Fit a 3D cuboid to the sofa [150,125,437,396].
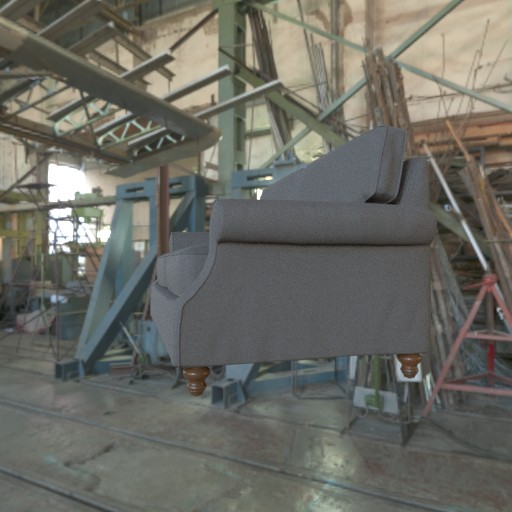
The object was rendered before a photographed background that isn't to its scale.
[{"bbox_3d":[0.000,0.000,2.218,0.964,0.937,1.665,0,-1,-16],"label":"sofa"}]
